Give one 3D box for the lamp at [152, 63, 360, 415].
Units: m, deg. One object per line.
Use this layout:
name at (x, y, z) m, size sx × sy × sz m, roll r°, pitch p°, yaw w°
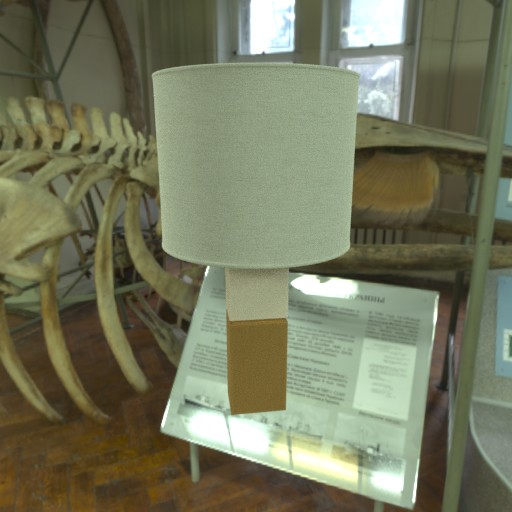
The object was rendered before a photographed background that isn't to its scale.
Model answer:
lamp at (0.000, 0.000, 0.555) m, size 0.229 × 0.417 × 0.229 m, roll -2°, pitch 16°, yaw -8°
